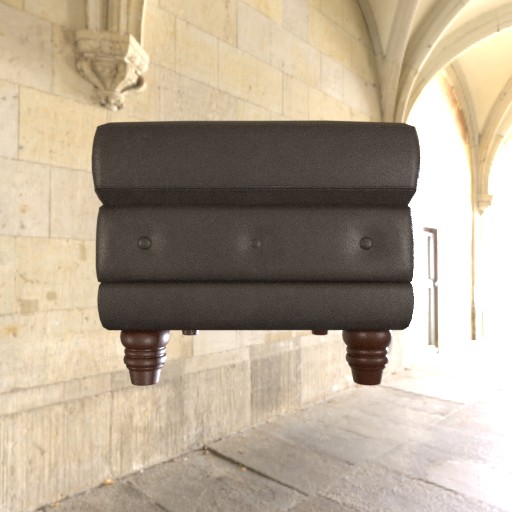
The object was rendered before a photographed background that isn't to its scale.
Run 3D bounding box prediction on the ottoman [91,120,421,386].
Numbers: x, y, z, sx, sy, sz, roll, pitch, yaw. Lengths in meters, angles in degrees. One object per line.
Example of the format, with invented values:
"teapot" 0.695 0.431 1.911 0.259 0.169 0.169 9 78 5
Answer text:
"ottoman" 0.000 0.000 1.160 0.590 0.498 0.795 0 -1 0
